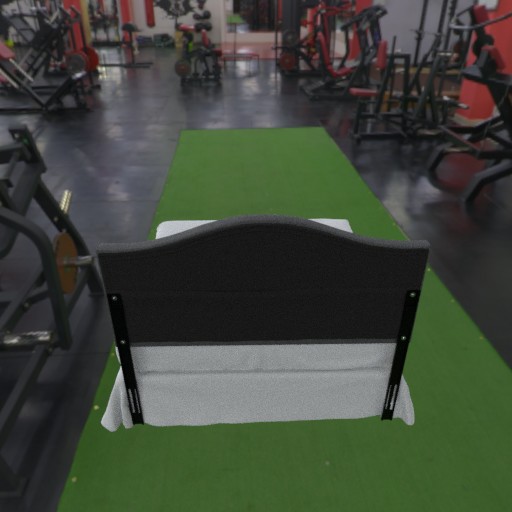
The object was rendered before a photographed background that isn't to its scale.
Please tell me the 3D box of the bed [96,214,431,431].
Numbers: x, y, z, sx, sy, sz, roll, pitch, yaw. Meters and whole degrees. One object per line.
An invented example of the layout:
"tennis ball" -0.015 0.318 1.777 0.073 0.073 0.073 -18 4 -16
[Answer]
"bed" 0.000 0.000 3.787 2.314 1.651 2.219 -1 30 -1
